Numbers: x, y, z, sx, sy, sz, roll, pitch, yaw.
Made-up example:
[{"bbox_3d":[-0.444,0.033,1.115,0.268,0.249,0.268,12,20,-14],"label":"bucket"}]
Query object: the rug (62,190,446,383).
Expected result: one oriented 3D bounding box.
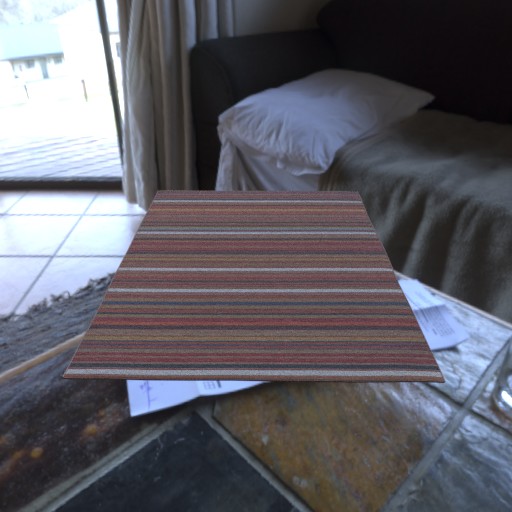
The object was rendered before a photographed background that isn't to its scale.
[{"bbox_3d":[0.000,0.000,4.153,2.479,0.023,3.092,0,31,1],"label":"rug"}]
